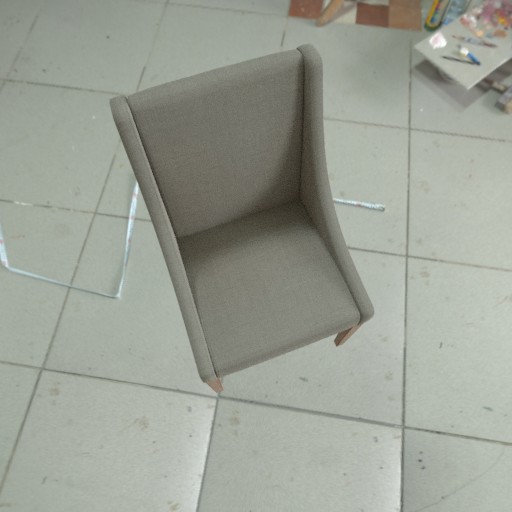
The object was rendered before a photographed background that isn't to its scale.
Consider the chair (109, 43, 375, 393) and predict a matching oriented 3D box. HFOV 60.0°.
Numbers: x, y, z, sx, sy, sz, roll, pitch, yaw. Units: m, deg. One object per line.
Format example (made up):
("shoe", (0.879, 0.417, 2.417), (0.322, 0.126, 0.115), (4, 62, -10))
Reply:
("chair", (0.000, 0.000, 1.426), (0.575, 1.021, 0.611), (-19, 68, -8))
